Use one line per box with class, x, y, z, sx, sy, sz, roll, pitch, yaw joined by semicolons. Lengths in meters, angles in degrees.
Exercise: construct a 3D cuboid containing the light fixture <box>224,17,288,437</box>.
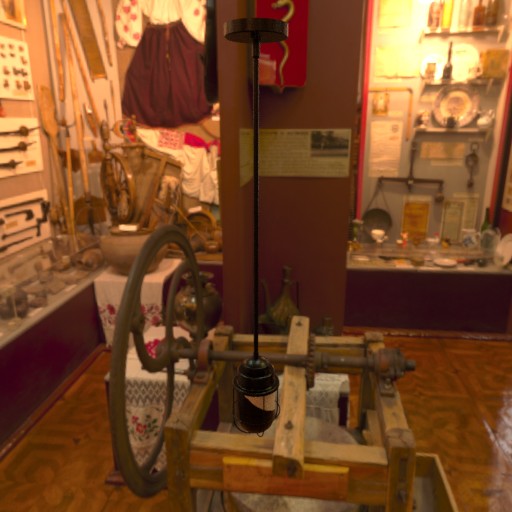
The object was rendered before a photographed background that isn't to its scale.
light fixture;0.000;0.000;0.977;0.123;0.920;0.123;3;17;8
